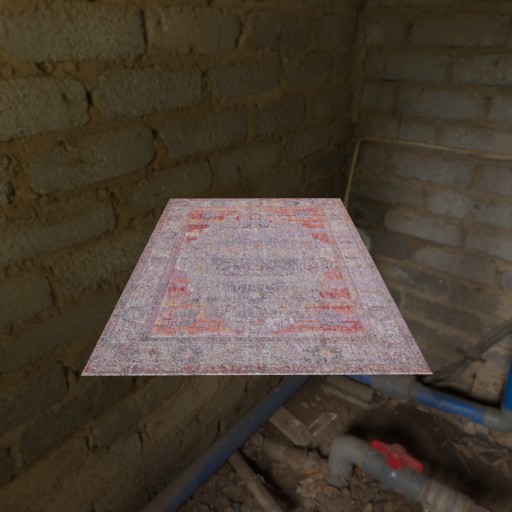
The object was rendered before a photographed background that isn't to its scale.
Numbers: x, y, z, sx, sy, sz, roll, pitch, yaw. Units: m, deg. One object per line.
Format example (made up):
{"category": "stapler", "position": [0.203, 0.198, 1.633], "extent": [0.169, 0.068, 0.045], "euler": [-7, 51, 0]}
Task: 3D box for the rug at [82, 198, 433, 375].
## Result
{"category": "rug", "position": [0.000, 0.000, 2.353], "extent": [1.219, 0.005, 1.829], "euler": [0, 27, 0]}
